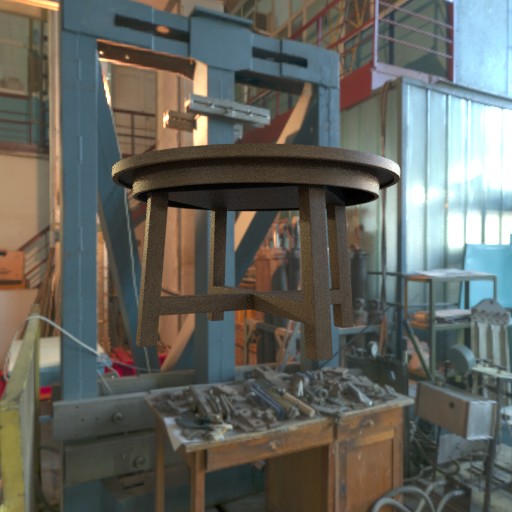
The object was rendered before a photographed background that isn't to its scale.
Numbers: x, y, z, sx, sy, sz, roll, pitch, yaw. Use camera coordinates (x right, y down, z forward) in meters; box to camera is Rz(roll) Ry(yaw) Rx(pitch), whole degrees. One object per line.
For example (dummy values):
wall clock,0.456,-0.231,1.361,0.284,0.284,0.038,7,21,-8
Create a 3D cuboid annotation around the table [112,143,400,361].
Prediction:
table,0.000,0.000,2.138,1.319,0.762,1.319,0,0,0
